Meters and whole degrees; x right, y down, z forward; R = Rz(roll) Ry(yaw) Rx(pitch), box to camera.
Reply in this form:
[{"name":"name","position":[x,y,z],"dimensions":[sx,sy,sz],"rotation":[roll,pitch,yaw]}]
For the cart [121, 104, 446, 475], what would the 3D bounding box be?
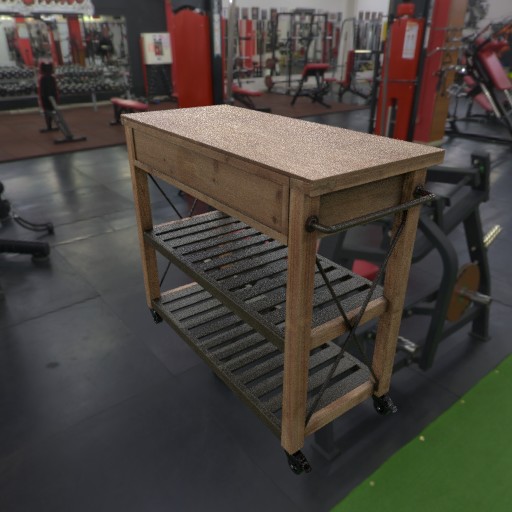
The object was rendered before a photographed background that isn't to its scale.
[{"name":"cart","position":[0.000,0.000,0.985],"dimensions":[0.298,0.554,0.686],"rotation":[-18,32,-32]}]
